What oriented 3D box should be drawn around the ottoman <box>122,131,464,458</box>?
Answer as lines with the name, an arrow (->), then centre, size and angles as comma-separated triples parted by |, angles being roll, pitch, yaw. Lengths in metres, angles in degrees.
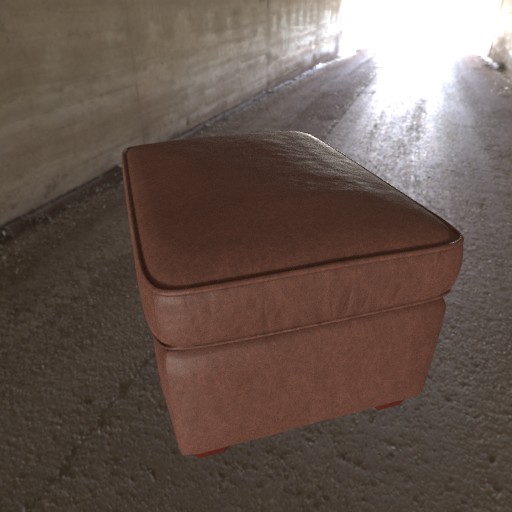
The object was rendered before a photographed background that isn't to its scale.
ottoman -> 0.000, 0.000, 1.051 | 0.548, 0.449, 0.749 | -9, 32, -15
